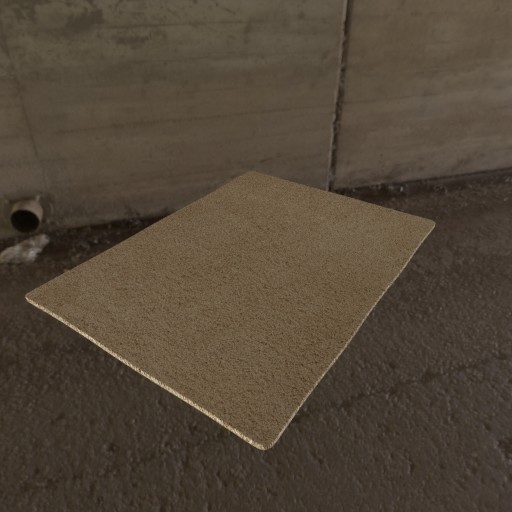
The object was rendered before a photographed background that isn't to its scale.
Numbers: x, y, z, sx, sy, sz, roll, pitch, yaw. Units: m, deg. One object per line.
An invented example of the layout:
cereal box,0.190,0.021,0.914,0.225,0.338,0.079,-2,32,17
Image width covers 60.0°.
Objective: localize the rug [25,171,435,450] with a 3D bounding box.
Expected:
rug,0.000,0.000,2.072,1.199,0.025,1.600,21,39,29
